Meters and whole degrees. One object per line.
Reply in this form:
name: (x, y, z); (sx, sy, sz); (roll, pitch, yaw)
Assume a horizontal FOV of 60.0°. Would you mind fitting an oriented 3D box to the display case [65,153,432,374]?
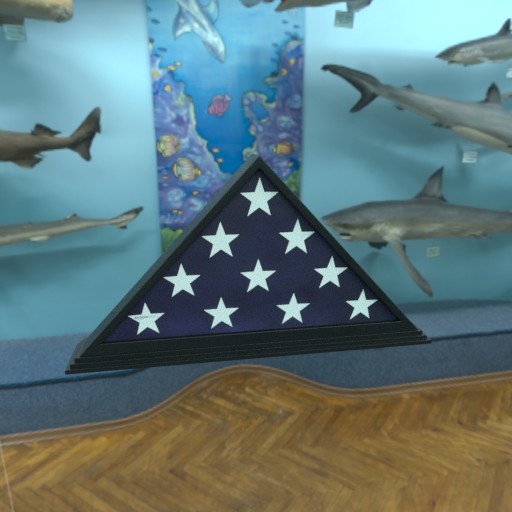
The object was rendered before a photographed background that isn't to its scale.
display case: (0.000, 0.000, 0.762); (0.640, 0.340, 0.095); (-3, 17, -9)
